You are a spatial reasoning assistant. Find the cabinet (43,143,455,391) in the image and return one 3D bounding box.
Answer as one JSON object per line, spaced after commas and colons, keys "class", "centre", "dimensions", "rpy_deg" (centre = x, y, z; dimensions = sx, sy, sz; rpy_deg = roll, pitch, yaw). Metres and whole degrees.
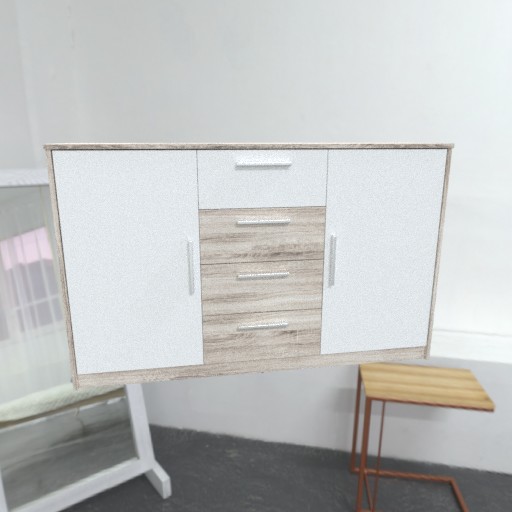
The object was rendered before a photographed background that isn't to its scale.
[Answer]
{"class": "cabinet", "centre": [0.000, 0.000, 1.826], "dimensions": [1.450, 0.900, 0.380], "rpy_deg": [-2, 15, -9]}
